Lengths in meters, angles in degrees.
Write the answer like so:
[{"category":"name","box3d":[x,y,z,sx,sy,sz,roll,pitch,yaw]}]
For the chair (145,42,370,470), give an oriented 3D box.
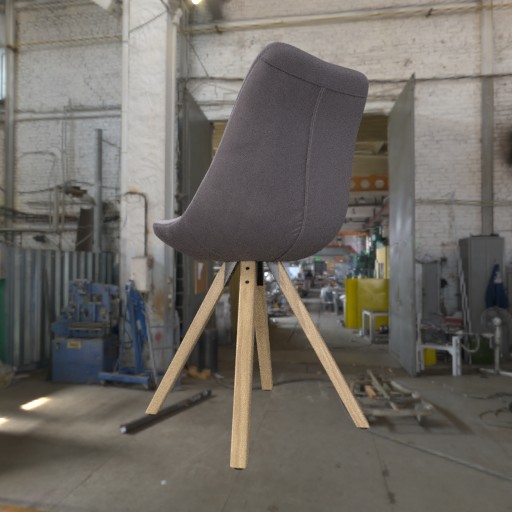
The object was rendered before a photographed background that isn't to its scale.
[{"category":"chair","box3d":[0.000,0.000,1.177,0.483,0.865,0.547,1,-2,-36]}]
